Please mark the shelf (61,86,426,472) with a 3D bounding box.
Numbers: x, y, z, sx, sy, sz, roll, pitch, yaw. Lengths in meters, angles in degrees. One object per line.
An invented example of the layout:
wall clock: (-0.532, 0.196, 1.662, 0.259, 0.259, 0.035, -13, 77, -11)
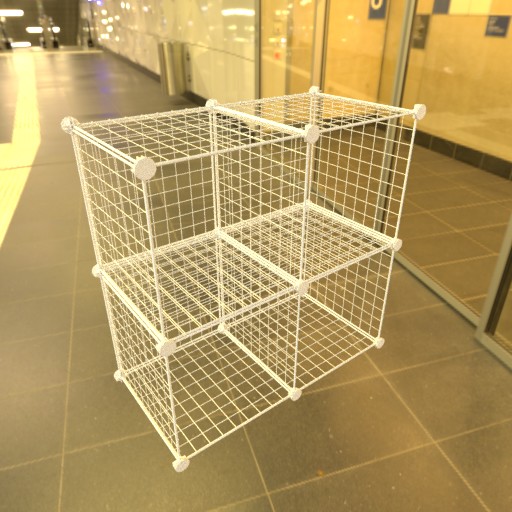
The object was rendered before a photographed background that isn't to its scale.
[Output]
shelf: (0.000, 0.000, 1.119, 0.711, 0.711, 0.356, -20, 35, -32)
